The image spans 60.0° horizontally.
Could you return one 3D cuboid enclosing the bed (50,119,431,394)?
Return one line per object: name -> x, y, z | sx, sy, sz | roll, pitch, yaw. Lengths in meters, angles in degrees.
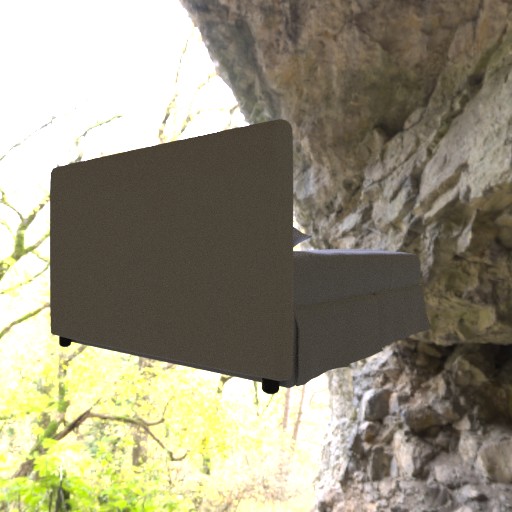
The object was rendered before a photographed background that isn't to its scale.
bed -> 0.000, 0.000, 3.557 | 2.119, 1.317, 2.341 | 0, 0, 36
